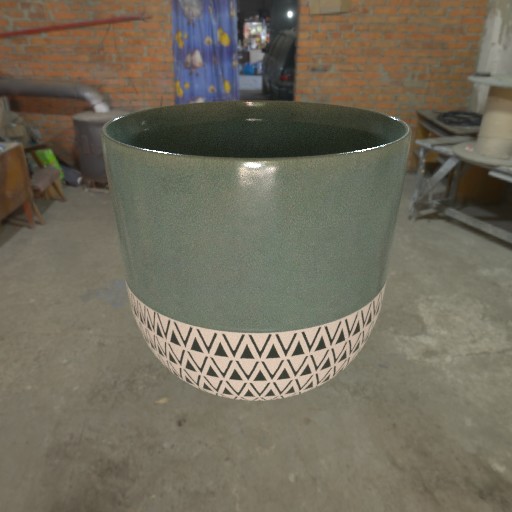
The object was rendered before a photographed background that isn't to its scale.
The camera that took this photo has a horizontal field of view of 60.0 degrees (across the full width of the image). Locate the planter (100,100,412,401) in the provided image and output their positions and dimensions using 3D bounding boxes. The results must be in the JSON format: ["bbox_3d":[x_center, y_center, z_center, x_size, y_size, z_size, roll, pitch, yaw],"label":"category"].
[{"bbox_3d":[0.000,0.000,0.456,0.266,0.270,0.266,0,27,0],"label":"planter"}]
